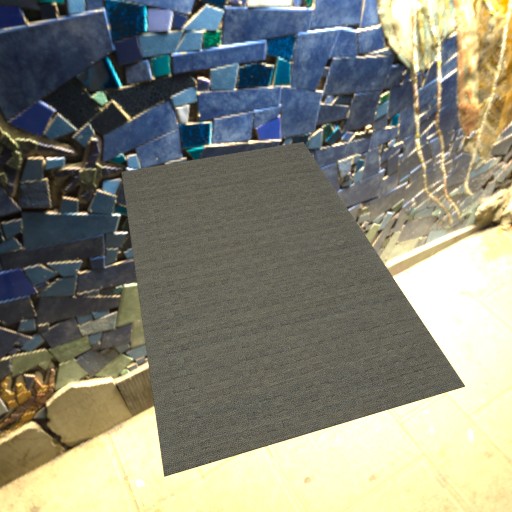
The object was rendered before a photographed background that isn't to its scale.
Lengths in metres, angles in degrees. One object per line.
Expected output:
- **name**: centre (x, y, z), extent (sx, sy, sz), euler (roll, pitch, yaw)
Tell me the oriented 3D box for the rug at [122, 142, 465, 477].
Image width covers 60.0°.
- **rug**: centre (0.000, 0.000, 2.147), extent (1.142, 0.006, 1.752), euler (-12, 48, -11)
